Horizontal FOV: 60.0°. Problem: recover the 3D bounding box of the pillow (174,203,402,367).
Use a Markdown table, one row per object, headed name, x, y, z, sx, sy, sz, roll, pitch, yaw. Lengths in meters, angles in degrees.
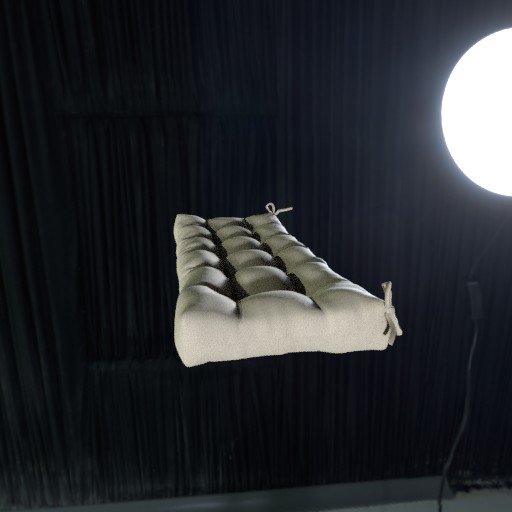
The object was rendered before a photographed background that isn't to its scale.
| name | x | y | z | sx | sy | sz | roll | pitch | yaw |
| --- | --- | --- | --- | --- | --- | --- | --- | --- | --- |
| pillow | 0.000 | 0.000 | 1.400 | 0.511 | 0.174 | 1.194 | -3 | 16 | -10 |
